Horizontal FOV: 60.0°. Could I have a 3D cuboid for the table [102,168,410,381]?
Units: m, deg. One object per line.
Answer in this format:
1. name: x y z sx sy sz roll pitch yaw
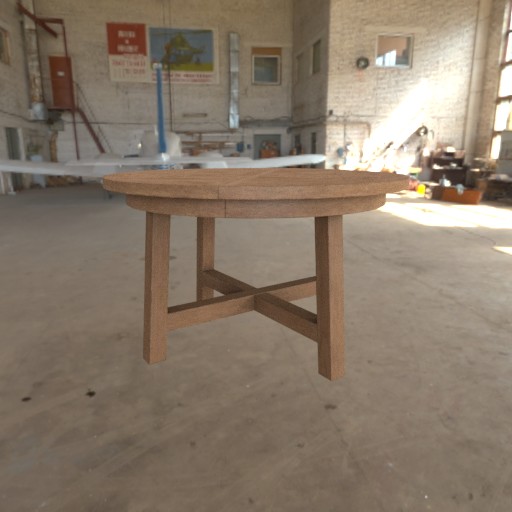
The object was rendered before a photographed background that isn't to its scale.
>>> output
1. table: 0.000 0.000 2.095 1.319 0.762 1.319 0 14 0
